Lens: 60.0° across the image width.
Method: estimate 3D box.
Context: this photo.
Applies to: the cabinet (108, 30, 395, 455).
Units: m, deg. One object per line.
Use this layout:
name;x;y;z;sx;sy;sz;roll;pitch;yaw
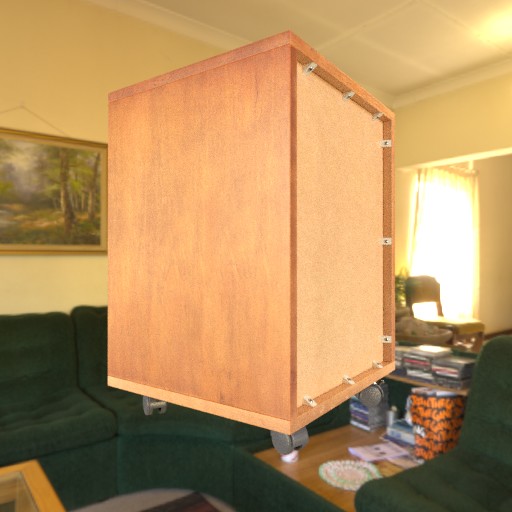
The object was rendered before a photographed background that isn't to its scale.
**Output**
cabinet;0.000;0.000;0.850;0.401;0.579;0.409;0;0;36
